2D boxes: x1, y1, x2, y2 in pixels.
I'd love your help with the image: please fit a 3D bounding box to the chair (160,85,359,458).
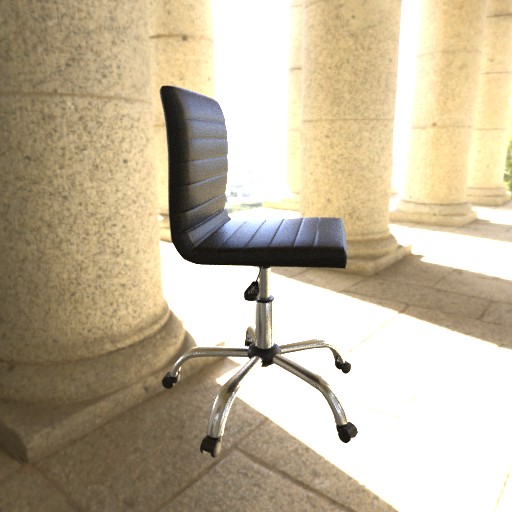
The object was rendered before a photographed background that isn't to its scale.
[{"bbox_3d":[0.000,0.000,1.118,0.530,0.780,0.556,2,15,9],"label":"chair"}]
